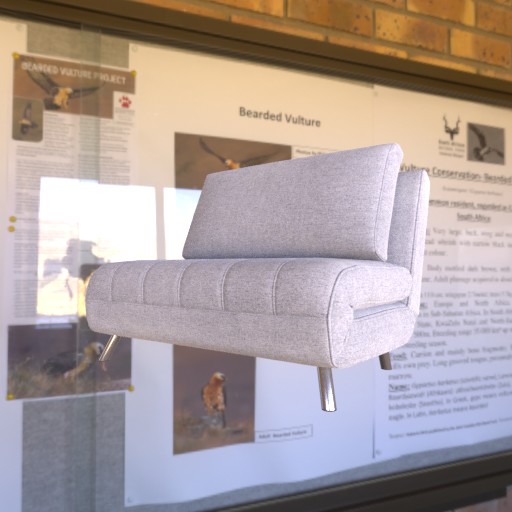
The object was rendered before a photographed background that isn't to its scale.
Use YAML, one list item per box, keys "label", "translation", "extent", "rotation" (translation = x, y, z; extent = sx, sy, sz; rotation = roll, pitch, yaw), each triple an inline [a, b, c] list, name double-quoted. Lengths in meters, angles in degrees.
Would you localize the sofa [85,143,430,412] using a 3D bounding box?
- label: "sofa"
  translation: [0.000, 0.000, 1.912]
  extent: [1.220, 0.910, 0.910]
  rotation: [-1, -2, 37]
